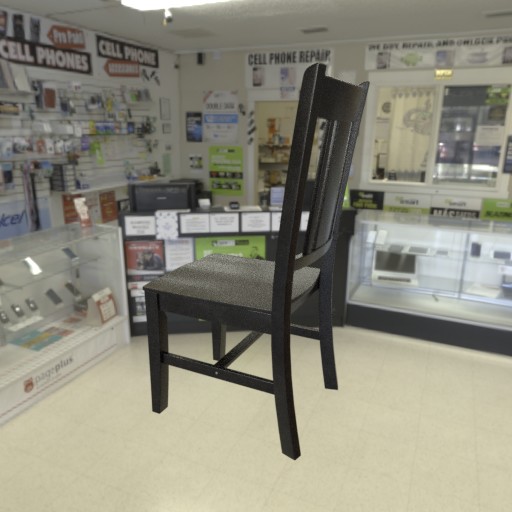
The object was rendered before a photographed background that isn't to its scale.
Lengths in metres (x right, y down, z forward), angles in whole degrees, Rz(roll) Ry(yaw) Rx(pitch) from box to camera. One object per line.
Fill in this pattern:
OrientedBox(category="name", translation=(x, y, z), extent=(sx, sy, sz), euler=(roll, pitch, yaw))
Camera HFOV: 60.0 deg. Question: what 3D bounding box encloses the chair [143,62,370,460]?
OrientedBox(category="chair", translation=(0.000, 0.000, 1.336), extent=(0.555, 0.998, 0.450), euler=(8, 18, 25))
